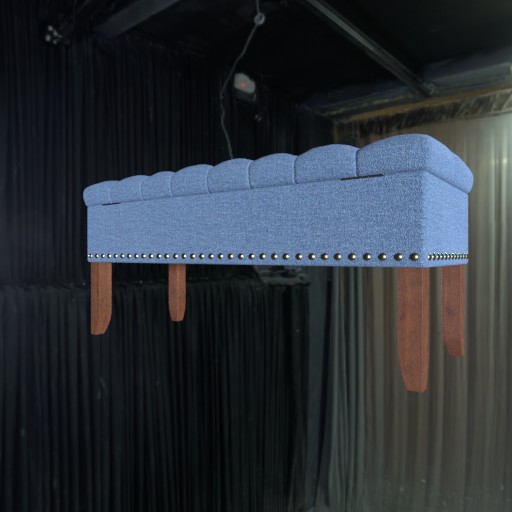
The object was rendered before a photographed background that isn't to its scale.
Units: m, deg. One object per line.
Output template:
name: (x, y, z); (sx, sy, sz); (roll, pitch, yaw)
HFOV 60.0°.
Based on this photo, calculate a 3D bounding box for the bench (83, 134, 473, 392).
bench: (0.000, 0.000, 1.250); (1.052, 0.492, 0.417); (0, 0, 36)
